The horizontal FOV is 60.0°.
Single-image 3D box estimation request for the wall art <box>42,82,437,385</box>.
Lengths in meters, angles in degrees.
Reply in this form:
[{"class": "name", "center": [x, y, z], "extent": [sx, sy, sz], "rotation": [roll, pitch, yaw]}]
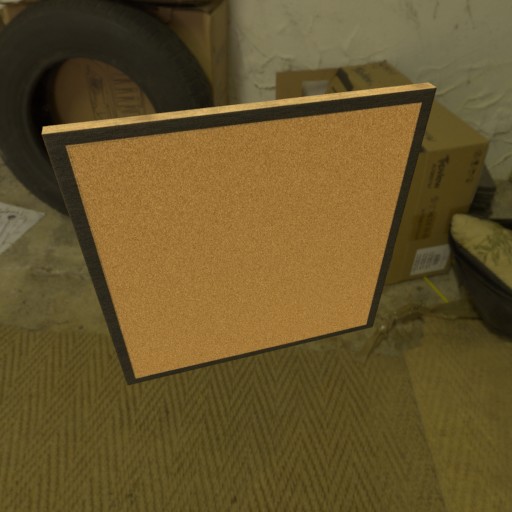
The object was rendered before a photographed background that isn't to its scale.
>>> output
[{"class": "wall art", "center": [0.000, 0.000, 0.992], "extent": [0.695, 0.691, 0.029], "rotation": [-11, 42, -12]}]
